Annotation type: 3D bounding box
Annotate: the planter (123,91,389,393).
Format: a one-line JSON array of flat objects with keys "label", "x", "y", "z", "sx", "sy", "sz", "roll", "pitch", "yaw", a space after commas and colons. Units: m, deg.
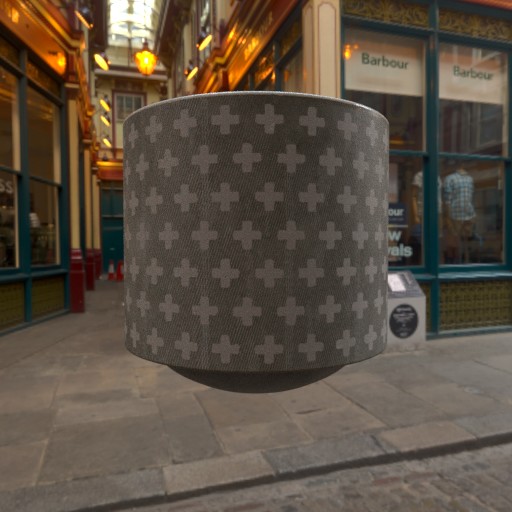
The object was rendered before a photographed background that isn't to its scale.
[{"label": "planter", "x": 0.000, "y": 0.000, "z": 0.438, "sx": 0.250, "sy": 0.239, "sz": 0.250, "roll": 0, "pitch": 2, "yaw": 0}]
